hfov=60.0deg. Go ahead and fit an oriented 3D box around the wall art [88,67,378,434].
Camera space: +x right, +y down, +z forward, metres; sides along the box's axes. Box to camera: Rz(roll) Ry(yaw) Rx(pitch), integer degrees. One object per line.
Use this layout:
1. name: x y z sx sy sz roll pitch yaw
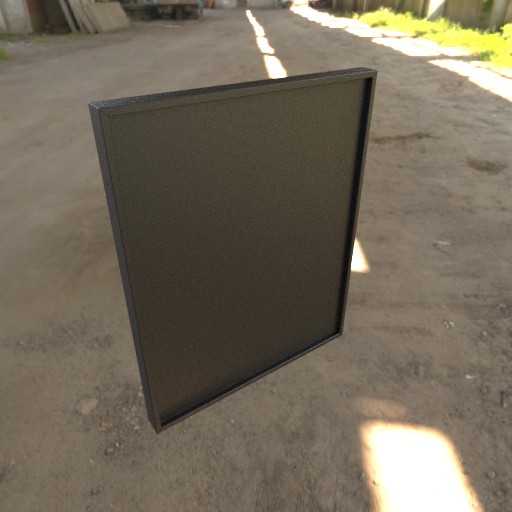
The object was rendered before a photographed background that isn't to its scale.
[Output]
1. wall art: 0.000 0.000 0.754 0.449 0.555 0.039 -20 37 -29
